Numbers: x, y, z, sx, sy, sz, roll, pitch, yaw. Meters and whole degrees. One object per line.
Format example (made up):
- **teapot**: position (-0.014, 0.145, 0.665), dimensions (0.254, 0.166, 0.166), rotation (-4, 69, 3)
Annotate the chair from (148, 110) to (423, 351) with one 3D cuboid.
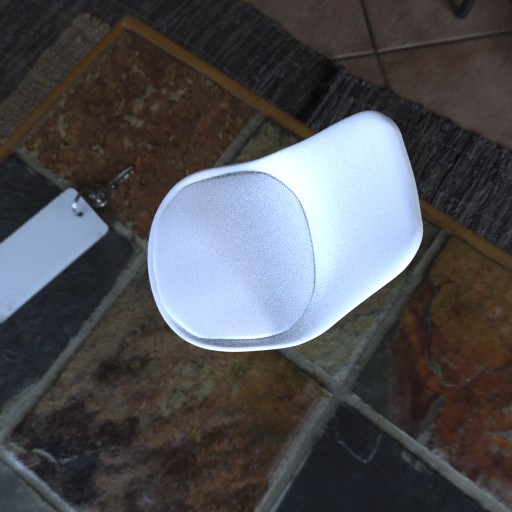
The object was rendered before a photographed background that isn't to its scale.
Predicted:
- **chair**: position (0.000, 0.000, 1.154), dimensions (0.550, 0.849, 0.485), rotation (-7, 77, -2)
